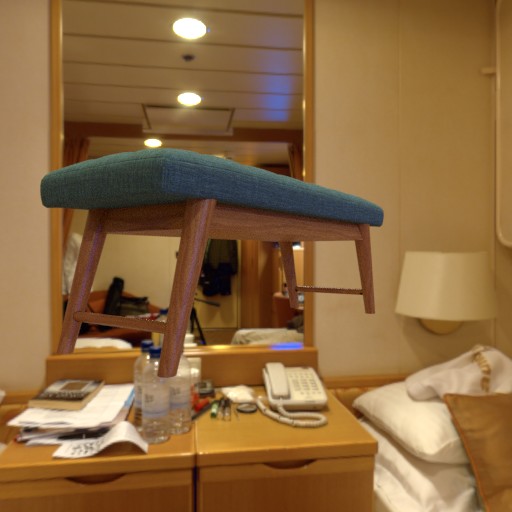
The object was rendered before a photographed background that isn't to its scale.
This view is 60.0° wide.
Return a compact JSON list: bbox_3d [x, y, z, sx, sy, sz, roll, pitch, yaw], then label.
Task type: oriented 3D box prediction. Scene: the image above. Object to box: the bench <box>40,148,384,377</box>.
[{"bbox_3d":[0.000,0.000,1.328,0.406,0.432,1.118,0,0,35],"label":"bench"}]
